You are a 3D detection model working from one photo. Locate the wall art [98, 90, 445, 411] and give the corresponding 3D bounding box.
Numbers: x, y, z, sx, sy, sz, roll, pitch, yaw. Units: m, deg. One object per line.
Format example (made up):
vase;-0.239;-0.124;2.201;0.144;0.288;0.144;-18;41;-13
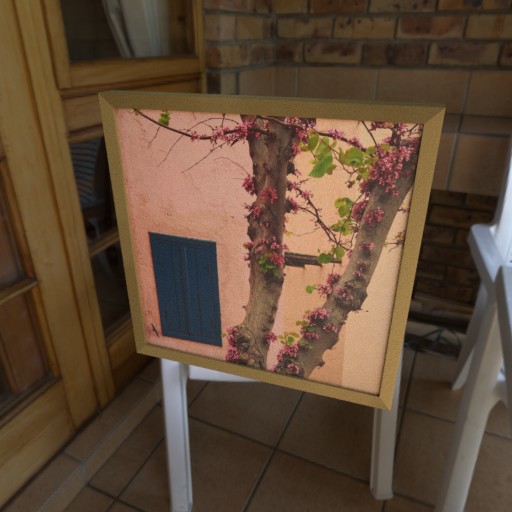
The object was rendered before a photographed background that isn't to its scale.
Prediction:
wall art;0.000;0.000;0.750;0.507;0.508;0.038;8;28;16
